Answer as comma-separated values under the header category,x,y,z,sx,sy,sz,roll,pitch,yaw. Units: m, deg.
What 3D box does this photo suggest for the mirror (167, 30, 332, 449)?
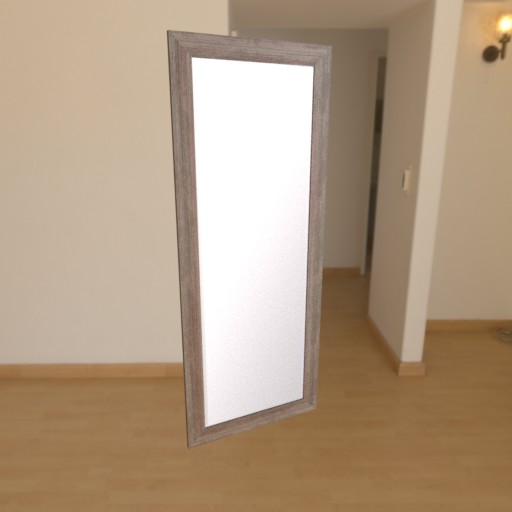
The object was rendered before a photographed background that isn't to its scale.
category,x,y,z,sx,sy,sz,roll,pitch,yaw
mirror,0.000,0.000,2.274,0.812,2.032,0.025,-8,17,-25
